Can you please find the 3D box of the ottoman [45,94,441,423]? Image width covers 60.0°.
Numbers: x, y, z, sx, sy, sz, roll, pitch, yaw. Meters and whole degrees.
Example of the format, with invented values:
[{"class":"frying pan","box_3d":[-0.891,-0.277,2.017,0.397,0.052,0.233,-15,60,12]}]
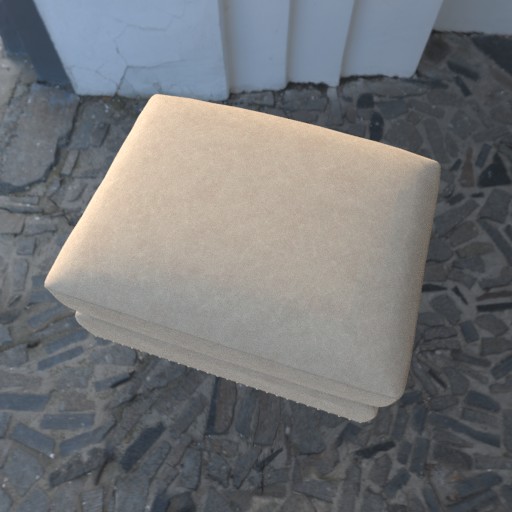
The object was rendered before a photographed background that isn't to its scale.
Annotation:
[{"class":"ottoman","box_3d":[0.000,0.000,1.120,0.741,0.513,0.584,16,65,8]}]
